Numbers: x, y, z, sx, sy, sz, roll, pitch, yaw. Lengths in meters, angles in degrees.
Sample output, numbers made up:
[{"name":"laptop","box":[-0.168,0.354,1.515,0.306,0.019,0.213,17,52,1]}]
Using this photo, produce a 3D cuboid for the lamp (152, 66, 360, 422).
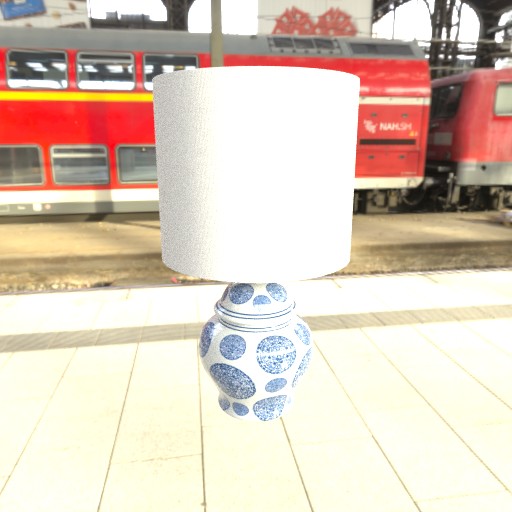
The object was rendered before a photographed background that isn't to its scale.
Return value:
[{"name":"lamp","box":[0.000,0.000,0.518,0.215,0.381,0.215,-3,15,-10]}]
